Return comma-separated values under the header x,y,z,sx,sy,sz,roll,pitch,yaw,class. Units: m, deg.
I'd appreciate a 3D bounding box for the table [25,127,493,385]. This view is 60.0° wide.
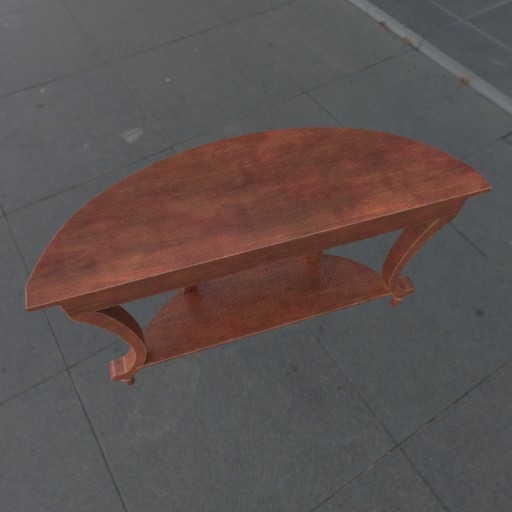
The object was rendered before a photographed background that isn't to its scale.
x,y,z,sx,sy,sz,roll,pitch,yaw,class
0.000,0.000,1.477,1.198,0.699,0.394,-15,58,-9,table
